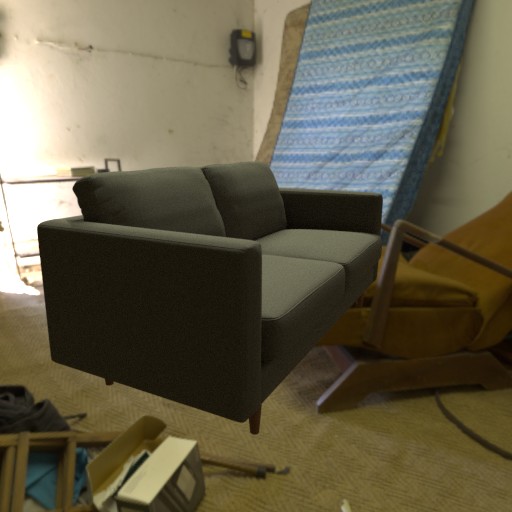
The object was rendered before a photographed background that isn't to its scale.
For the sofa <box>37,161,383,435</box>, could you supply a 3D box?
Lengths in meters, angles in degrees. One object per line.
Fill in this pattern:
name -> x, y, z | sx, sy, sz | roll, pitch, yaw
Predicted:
sofa -> 0.000, 0.000, 2.180 | 0.940, 0.866, 1.713 | 7, 16, 27
